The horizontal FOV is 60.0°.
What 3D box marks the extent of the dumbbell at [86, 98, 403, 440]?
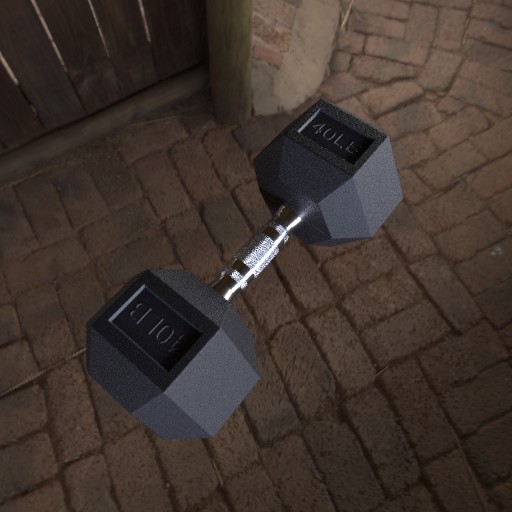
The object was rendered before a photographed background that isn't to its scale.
[{"bbox_3d":[0.000,0.000,0.443,0.157,0.137,0.361,36,69,16],"label":"dumbbell"}]
